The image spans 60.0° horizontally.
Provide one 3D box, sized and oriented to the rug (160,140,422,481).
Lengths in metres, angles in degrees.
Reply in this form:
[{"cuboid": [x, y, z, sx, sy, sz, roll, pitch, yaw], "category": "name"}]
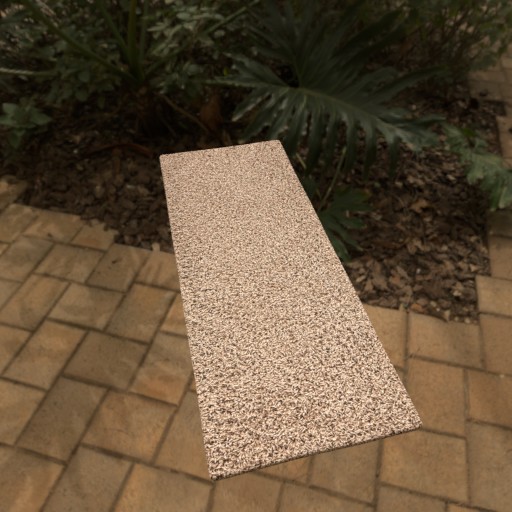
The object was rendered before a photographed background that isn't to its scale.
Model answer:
[{"cuboid": [0.000, 0.000, 1.712, 0.609, 0.030, 1.524, -10, 47, -9], "category": "rug"}]
